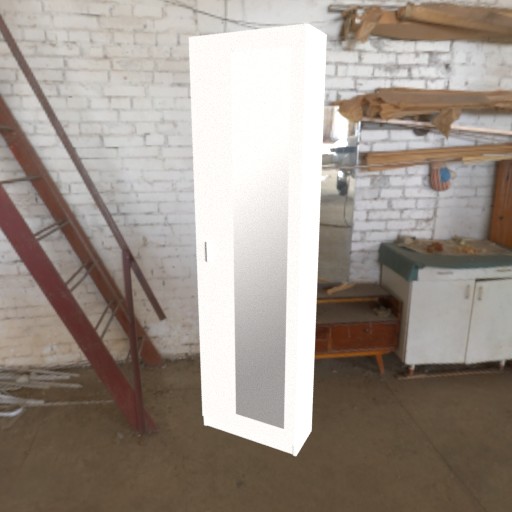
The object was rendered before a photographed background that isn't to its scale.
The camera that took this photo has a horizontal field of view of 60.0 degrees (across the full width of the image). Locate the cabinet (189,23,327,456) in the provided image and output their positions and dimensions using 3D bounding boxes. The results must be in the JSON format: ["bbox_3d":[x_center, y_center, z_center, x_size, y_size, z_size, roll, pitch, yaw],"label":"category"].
[{"bbox_3d":[0.000,0.000,1.971,0.500,1.790,0.230,8,17,26],"label":"cabinet"}]
